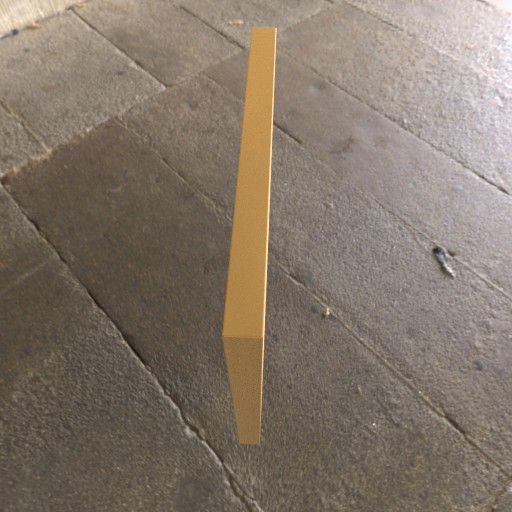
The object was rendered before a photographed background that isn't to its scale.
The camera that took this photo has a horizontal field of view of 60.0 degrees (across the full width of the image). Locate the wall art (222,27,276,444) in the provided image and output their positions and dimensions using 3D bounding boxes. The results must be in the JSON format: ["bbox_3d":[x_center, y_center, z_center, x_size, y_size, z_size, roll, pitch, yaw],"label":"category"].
[{"bbox_3d":[0.000,0.000,0.453,0.023,0.305,0.305,2,57,2],"label":"wall art"}]
